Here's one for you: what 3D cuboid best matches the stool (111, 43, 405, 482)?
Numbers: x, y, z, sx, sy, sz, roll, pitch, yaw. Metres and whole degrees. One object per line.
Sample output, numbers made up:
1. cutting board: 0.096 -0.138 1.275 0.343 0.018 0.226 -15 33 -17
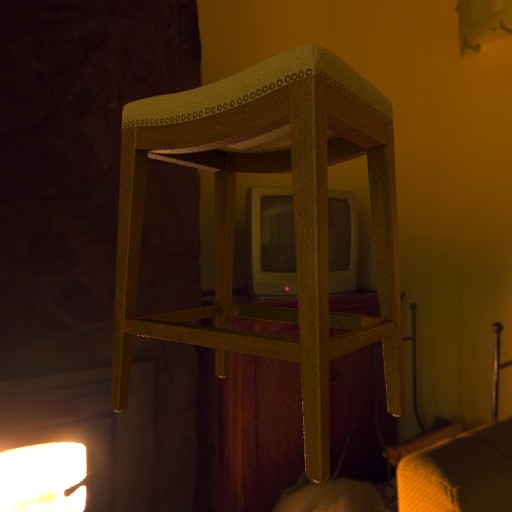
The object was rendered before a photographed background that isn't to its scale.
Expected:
1. stool: 0.000 0.000 0.929 0.508 0.660 0.356 0 0 37
